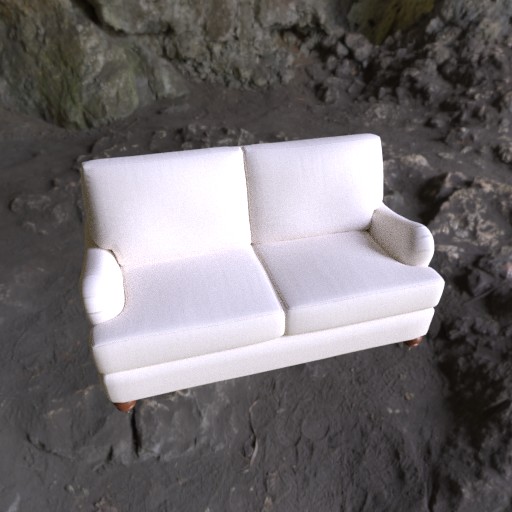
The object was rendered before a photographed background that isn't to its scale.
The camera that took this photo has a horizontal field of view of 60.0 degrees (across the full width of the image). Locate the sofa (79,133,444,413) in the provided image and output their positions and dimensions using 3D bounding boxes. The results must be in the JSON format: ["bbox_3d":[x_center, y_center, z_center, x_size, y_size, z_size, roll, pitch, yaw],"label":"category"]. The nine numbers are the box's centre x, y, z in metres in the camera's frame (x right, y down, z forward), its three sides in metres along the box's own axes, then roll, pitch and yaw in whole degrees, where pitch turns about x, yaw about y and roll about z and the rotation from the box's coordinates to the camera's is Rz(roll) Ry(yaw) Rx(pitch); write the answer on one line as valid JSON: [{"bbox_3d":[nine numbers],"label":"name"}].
[{"bbox_3d":[0.000,0.000,2.538,1.853,1.101,1.084,-9,34,-13],"label":"sofa"}]
